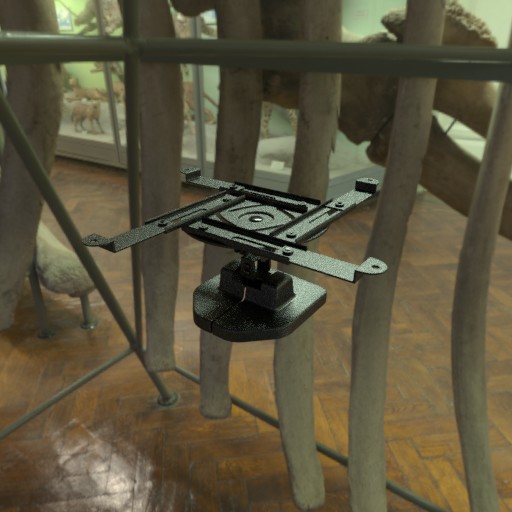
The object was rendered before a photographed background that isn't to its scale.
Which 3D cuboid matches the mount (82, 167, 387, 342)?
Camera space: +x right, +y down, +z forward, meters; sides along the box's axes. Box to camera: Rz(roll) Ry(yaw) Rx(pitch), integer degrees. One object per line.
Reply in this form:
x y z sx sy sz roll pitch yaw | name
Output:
0.000 0.000 0.584 0.394 0.141 0.394 18 31 32 | mount
